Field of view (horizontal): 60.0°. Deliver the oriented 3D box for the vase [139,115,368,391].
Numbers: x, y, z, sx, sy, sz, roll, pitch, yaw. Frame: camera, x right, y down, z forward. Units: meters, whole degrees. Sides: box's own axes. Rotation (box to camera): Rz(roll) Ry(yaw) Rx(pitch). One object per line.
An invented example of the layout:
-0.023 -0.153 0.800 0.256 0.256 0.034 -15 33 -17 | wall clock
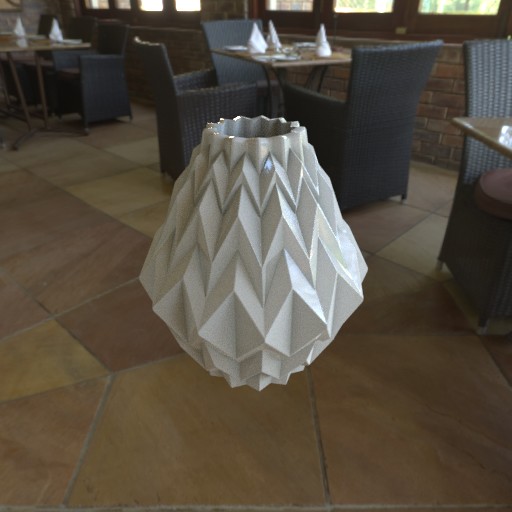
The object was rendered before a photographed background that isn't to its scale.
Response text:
0.000 0.000 0.321 0.164 0.185 0.164 0 30 0 | vase
